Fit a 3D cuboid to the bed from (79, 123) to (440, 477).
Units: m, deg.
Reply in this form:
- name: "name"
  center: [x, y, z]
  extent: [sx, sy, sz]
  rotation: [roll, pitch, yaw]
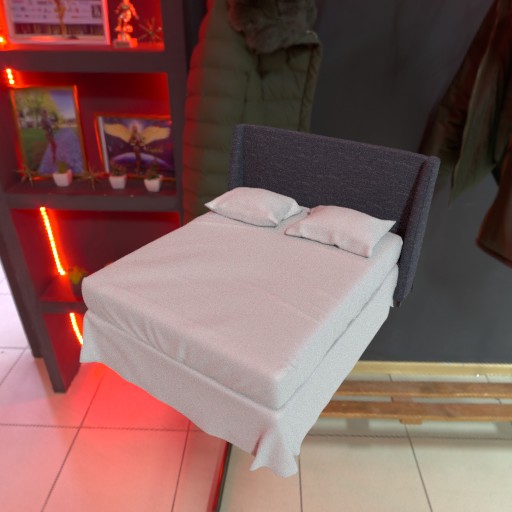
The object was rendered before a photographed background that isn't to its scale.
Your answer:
- name: "bed"
  center: [0.000, 0.000, 3.389]
  extent: [1.925, 1.332, 2.276]
  rotation: [19, 36, 29]
